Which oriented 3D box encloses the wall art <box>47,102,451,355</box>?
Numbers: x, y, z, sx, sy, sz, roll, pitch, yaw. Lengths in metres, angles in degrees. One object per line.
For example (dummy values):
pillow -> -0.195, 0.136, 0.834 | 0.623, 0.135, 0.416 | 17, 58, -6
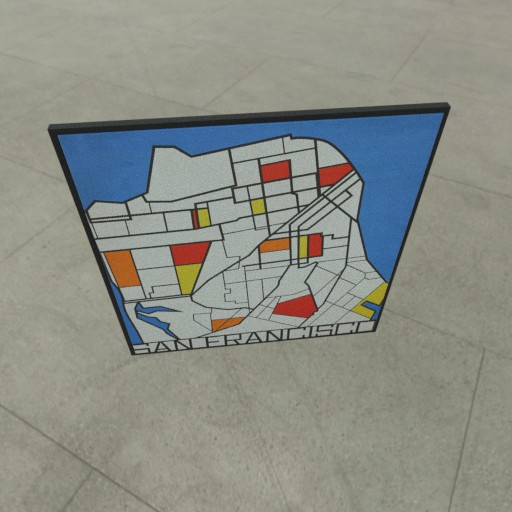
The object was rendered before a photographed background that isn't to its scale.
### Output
wall art -> 0.000, 0.000, 0.667 | 0.458, 0.457, 0.013 | -5, 46, -5
